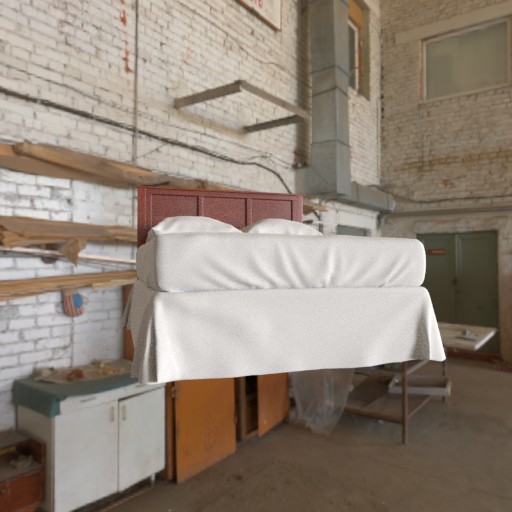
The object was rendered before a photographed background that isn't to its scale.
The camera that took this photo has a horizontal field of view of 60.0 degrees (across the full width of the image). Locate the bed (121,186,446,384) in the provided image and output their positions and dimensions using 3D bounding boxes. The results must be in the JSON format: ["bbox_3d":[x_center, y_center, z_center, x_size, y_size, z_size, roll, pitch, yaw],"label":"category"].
[{"bbox_3d":[0.000,0.000,3.265,1.870,1.270,2.050,0,-1,-18],"label":"bed"}]
